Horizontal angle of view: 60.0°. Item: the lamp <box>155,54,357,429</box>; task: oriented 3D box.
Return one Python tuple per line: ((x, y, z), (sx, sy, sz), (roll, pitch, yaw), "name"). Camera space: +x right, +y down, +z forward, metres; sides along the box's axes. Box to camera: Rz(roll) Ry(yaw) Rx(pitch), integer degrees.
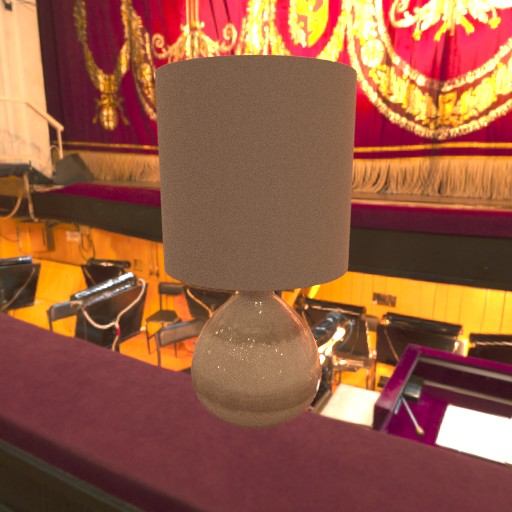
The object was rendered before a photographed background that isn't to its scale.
((0.000, 0.000, 0.530), (0.217, 0.404, 0.217), (7, 15, 27), "lamp")
